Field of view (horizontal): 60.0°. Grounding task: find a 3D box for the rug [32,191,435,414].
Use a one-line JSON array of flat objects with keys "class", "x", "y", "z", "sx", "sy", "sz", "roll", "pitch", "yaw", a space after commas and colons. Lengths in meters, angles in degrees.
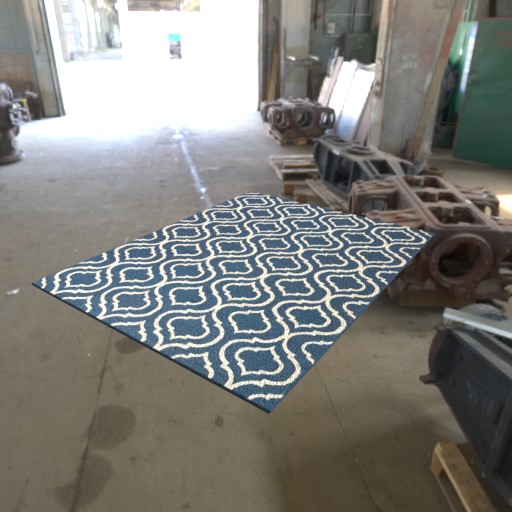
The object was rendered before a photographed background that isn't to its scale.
[{"class": "rug", "x": 0.000, "y": 0.000, "z": 3.924, "sx": 2.270, "sy": 0.020, "sz": 2.881, "roll": 18, "pitch": 31, "yaw": 32}]
